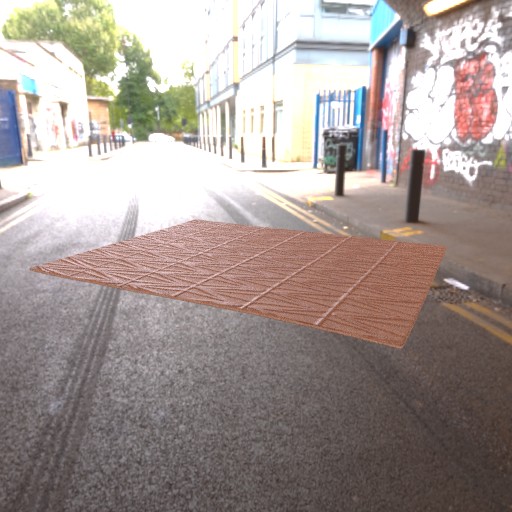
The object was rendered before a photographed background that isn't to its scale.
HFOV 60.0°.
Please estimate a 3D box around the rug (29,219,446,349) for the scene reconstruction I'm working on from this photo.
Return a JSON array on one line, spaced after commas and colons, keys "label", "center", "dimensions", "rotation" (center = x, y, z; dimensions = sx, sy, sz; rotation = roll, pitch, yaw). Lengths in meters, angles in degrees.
[{"label": "rug", "center": [0.000, 0.000, 4.081], "dimensions": [3.052, 0.043, 2.453], "rotation": [8, 17, 27]}]
